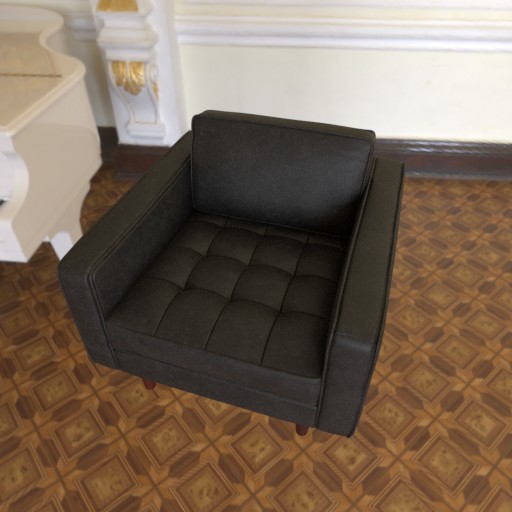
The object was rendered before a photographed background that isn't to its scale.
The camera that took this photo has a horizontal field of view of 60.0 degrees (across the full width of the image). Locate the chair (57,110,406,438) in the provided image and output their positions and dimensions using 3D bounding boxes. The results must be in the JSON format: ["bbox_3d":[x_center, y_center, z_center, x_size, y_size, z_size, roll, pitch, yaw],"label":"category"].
[{"bbox_3d":[0.000,0.000,1.533,0.889,0.763,0.914,12,42,13],"label":"chair"}]
